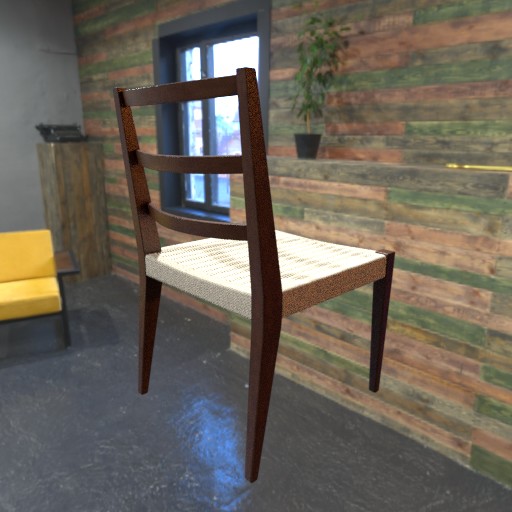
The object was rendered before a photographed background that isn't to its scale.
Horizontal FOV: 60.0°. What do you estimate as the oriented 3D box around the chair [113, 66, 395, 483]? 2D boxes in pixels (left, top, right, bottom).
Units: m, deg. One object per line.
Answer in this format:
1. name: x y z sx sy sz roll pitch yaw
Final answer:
1. chair: 0.000 0.000 1.142 0.551 0.813 0.480 -14 20 -42
